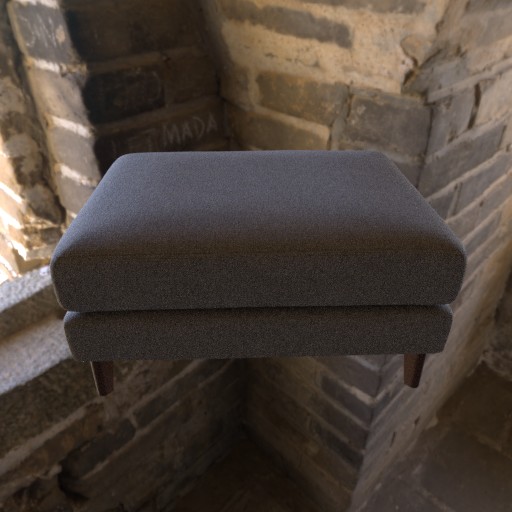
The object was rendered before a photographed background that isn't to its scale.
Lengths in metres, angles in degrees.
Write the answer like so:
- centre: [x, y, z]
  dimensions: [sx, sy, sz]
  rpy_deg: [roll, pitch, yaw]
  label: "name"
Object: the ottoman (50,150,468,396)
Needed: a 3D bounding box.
- centre: [0.000, 0.000, 1.178]
  dimensions: [0.821, 0.441, 0.611]
  rpy_deg: [-1, 31, -2]
  label: "ottoman"
